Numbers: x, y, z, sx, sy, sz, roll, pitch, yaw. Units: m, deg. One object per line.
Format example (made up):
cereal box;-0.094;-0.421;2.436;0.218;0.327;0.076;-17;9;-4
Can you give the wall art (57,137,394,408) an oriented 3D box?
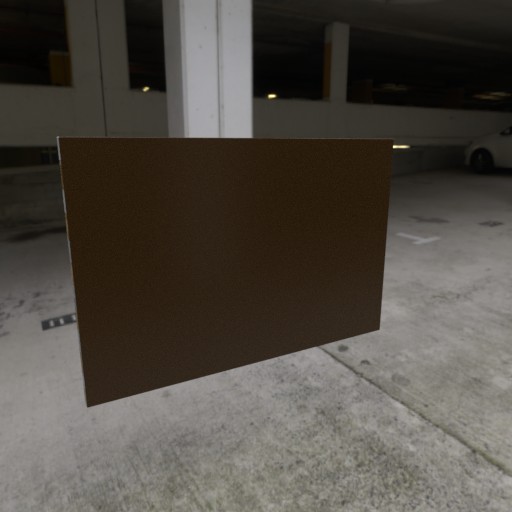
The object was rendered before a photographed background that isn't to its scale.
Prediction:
wall art;0.000;0.000;1.481;1.145;0.762;0.041;-8;16;-28
